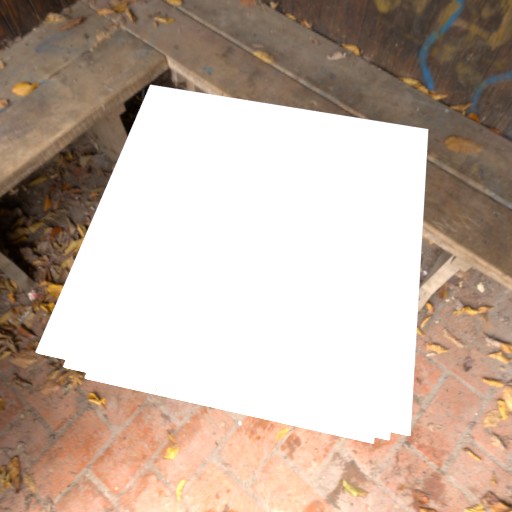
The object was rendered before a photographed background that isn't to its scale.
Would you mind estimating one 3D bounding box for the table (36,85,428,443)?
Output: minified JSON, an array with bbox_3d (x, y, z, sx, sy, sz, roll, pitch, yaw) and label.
[{"bbox_3d":[0.000,0.000,1.081,0.700,0.289,0.700,11,65,5],"label":"table"}]
